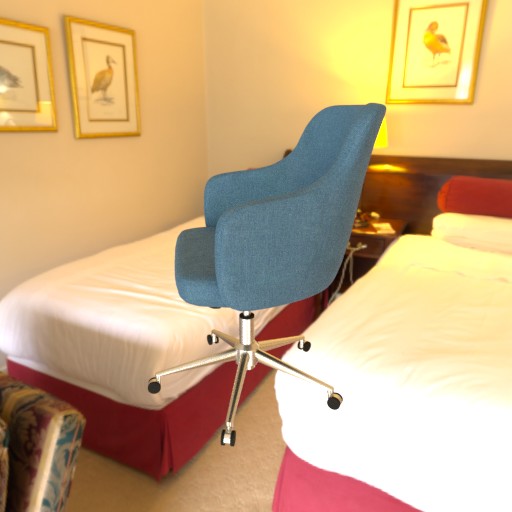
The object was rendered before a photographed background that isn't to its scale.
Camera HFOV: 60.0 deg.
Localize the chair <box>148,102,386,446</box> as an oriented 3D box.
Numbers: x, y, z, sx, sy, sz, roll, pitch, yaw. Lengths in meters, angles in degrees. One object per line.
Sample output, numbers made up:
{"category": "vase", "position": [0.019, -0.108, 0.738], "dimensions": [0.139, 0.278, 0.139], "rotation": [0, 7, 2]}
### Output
{"category": "chair", "position": [0.000, 0.000, 1.260], "dimensions": [0.655, 0.820, 0.599], "rotation": [-3, 18, -8]}
